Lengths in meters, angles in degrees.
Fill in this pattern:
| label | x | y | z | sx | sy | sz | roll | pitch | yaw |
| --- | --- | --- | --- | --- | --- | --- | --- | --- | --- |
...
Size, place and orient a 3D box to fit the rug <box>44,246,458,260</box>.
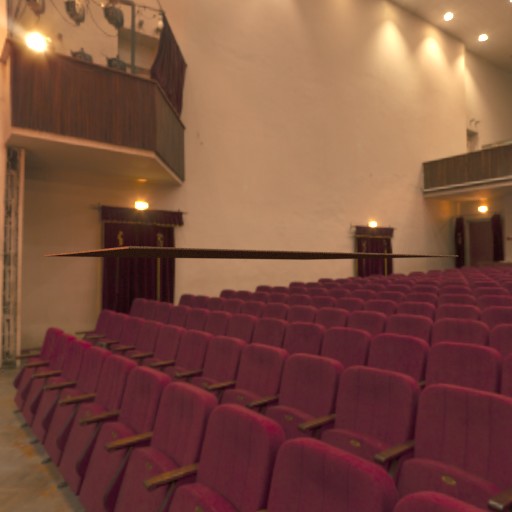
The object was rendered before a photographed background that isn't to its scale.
| label | x | y | z | sx | sy | sz | roll | pitch | yaw |
| --- | --- | --- | --- | --- | --- | --- | --- | --- | --- |
| rug | 0.000 | 0.000 | 2.320 | 1.813 | 0.006 | 1.202 | 1 | -2 | -36 |
